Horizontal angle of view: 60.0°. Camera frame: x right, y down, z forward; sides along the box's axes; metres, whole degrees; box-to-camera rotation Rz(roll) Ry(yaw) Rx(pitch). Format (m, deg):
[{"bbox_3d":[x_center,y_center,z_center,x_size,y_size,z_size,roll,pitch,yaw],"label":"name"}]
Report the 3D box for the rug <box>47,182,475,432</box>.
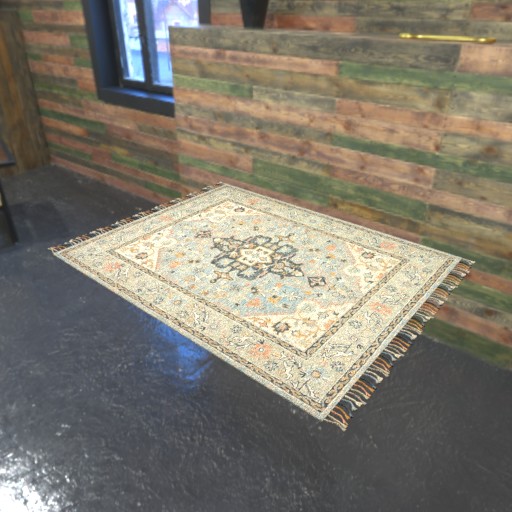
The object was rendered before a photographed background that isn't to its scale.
[{"bbox_3d":[0.000,0.000,2.202,1.730,0.009,1.278,23,37,34],"label":"rug"}]
